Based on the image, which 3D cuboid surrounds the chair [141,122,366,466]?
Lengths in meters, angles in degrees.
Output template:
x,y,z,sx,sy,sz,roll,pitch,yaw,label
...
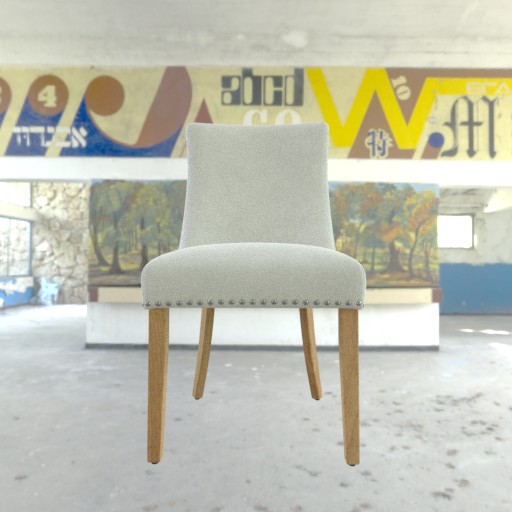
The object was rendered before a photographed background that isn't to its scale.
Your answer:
x,y,z,sx,sy,sz,roll,pitch,yaw,label
0.000,0.000,1.235,0.495,0.902,0.610,0,-1,1,chair
